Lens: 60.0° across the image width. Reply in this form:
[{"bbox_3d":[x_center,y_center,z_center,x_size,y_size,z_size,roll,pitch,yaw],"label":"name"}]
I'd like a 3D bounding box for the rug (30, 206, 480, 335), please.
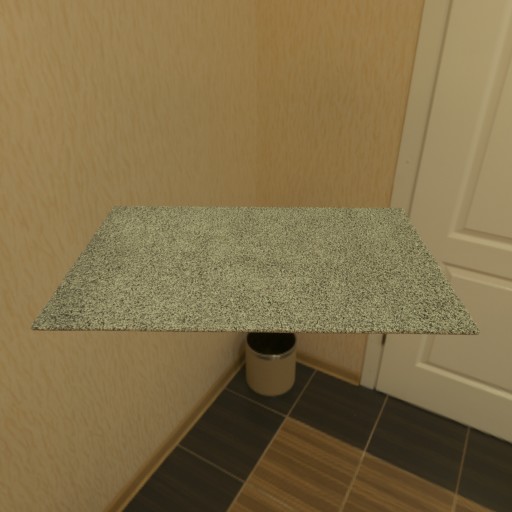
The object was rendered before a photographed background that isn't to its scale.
[{"bbox_3d":[0.000,0.000,3.449,2.743,0.030,1.778,0,31,1],"label":"rug"}]
